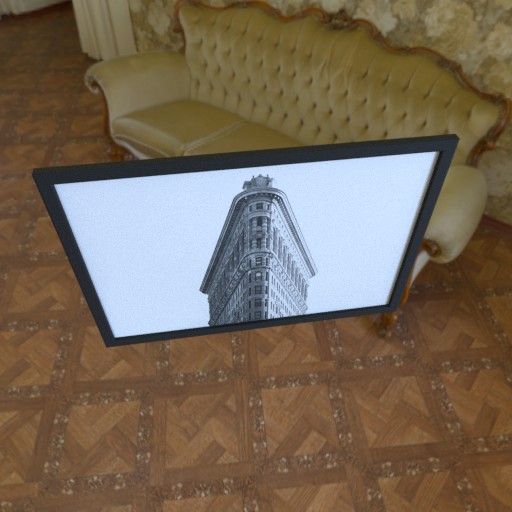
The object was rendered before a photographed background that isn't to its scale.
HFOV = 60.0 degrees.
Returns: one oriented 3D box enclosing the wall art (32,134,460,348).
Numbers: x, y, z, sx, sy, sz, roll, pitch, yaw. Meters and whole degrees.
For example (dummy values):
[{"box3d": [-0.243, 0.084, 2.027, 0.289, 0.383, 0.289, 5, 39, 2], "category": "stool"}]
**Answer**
[{"box3d": [0.000, 0.000, 1.231, 0.964, 0.659, 0.049, -5, 46, -5], "category": "wall art"}]
